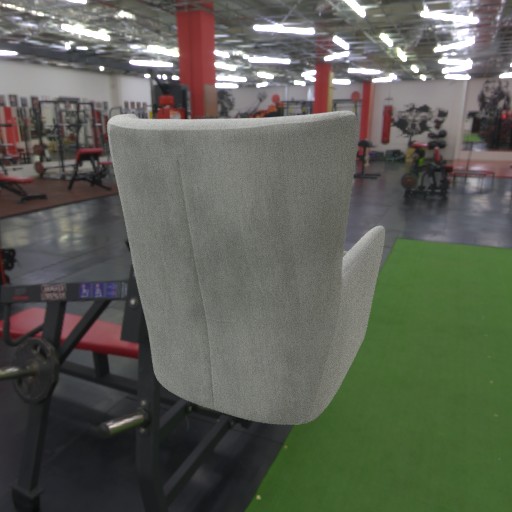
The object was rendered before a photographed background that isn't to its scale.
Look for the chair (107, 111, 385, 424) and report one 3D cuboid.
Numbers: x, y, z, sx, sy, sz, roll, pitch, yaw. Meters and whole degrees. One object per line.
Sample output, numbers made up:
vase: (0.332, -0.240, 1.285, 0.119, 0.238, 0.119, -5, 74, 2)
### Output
chair: (0.000, 0.000, 1.634, 0.779, 1.000, 0.904, 8, 18, 25)
